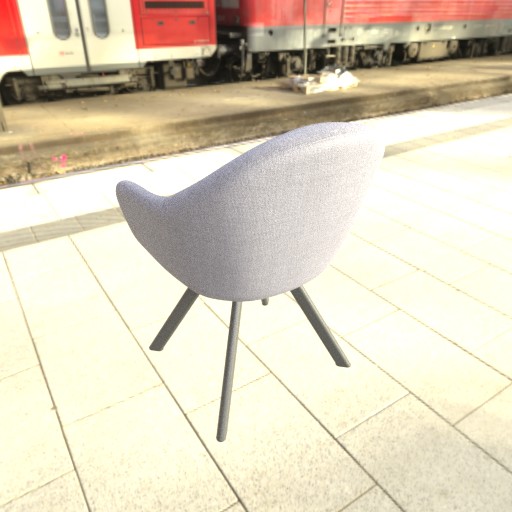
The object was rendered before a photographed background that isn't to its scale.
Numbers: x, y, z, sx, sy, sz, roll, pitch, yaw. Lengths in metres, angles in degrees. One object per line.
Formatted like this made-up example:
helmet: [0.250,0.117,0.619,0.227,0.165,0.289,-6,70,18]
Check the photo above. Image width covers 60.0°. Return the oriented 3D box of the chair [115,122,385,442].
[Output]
chair: [0.000,0.000,1.211,0.590,0.795,0.550,-20,35,-30]
